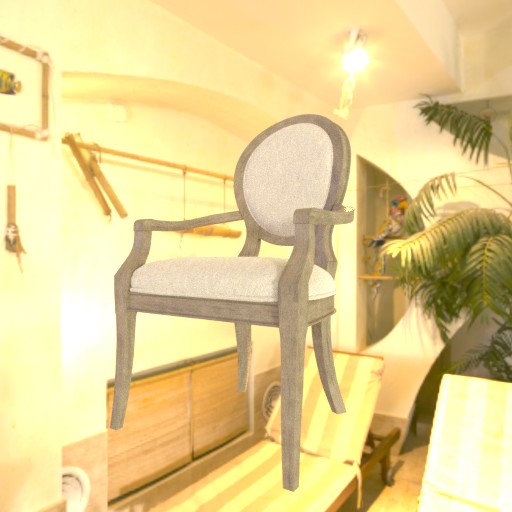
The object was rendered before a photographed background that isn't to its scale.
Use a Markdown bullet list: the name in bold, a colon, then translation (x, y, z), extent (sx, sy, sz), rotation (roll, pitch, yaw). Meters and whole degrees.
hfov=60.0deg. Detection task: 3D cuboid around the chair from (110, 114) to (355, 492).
- **chair**: translation (0.000, 0.000, 1.350), extent (0.611, 0.991, 0.602), rotation (0, 0, 35)
